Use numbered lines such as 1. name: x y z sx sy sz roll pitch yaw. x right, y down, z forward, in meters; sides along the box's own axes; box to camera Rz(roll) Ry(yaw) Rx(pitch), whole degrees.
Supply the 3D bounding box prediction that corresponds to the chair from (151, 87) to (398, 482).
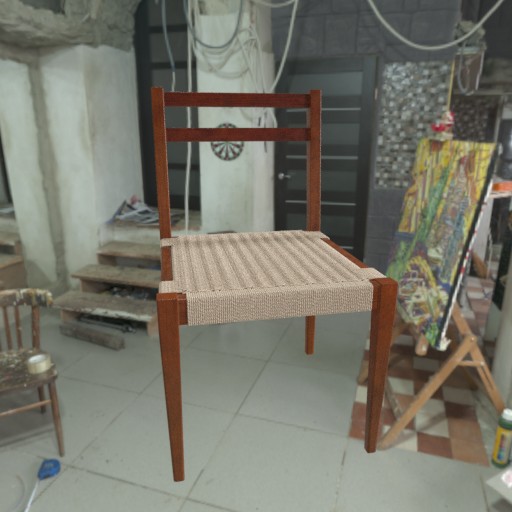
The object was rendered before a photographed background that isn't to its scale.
1. chair: 0.000 0.000 1.149 0.495 0.851 0.569 -3 17 -11
